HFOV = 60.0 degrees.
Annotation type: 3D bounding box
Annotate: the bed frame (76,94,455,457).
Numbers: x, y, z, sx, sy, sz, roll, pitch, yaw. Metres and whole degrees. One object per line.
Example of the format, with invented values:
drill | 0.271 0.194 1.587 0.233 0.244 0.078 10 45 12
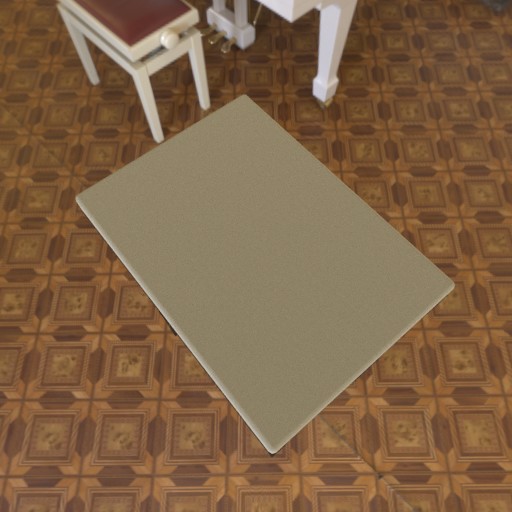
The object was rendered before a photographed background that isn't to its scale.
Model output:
bed frame | 0.000 0.000 3.892 2.205 0.680 2.842 -30 68 -14
